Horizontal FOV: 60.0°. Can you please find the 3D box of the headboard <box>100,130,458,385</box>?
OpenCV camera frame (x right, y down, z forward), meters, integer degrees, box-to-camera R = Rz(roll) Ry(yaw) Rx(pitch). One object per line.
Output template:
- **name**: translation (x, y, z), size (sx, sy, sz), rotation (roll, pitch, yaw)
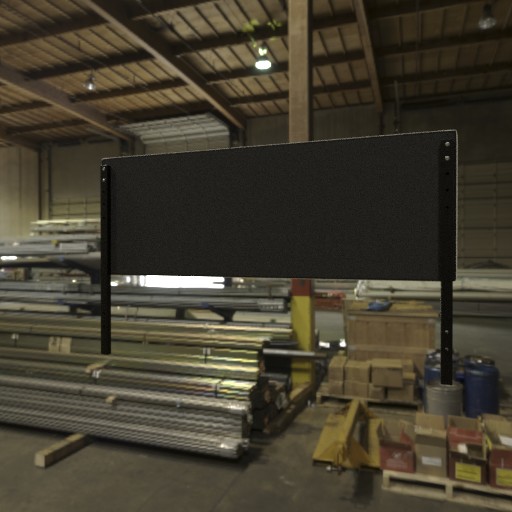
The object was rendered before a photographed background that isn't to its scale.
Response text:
- **headboard**: translation (0.000, 0.000, 2.843), size (2.362, 1.410, 0.120), rotation (0, 0, 19)
